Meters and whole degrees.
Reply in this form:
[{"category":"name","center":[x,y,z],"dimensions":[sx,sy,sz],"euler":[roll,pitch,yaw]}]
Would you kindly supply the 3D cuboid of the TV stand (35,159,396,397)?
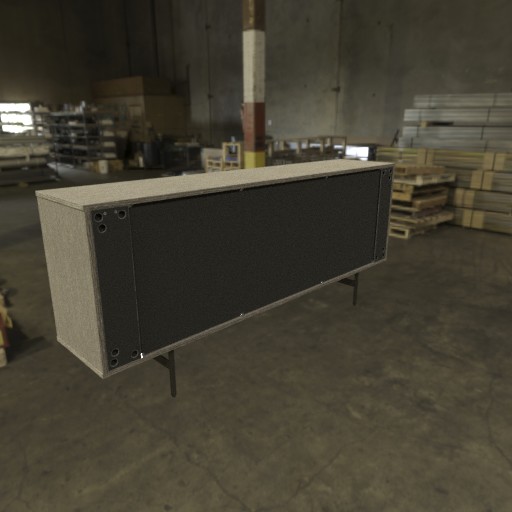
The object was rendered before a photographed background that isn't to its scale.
[{"category":"TV stand","center":[0.000,0.000,2.134],"dimensions":[1.804,0.787,0.405],"euler":[-16,24,-42]}]
